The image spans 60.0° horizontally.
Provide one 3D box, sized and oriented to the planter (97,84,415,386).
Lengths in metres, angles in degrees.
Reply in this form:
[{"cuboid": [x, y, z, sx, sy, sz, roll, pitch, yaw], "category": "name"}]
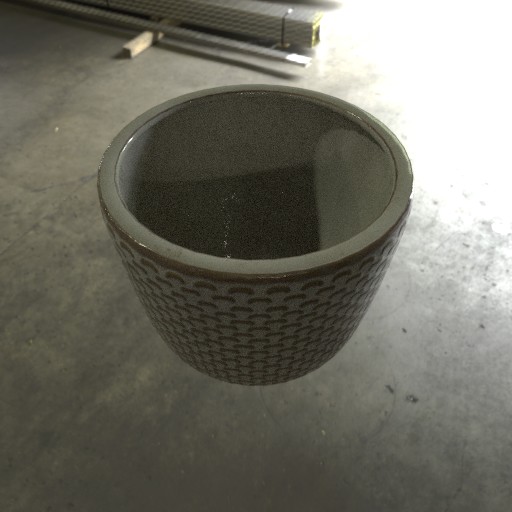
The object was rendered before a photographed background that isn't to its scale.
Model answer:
[{"cuboid": [0.000, 0.000, 0.243, 0.139, 0.130, 0.139, 0, 48, 0], "category": "planter"}]
